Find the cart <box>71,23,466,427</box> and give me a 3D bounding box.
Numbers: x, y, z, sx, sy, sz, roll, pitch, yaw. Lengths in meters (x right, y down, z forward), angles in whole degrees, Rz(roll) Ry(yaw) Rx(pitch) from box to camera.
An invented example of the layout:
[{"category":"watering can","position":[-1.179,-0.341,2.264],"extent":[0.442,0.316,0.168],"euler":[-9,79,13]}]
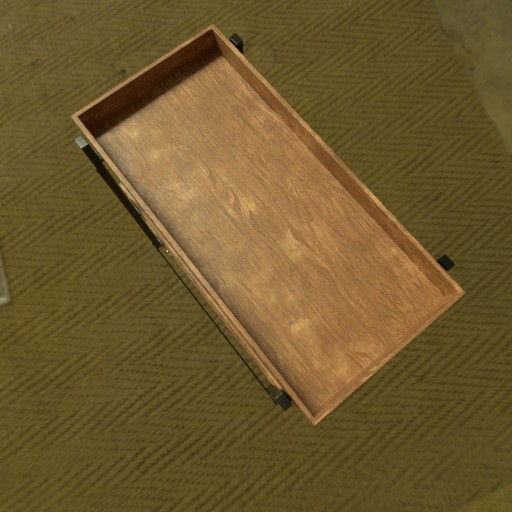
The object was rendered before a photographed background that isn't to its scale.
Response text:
[{"category":"cart","position":[0.000,0.000,1.225],"extent":[0.411,0.800,0.750],"euler":[-38,78,-9]}]
